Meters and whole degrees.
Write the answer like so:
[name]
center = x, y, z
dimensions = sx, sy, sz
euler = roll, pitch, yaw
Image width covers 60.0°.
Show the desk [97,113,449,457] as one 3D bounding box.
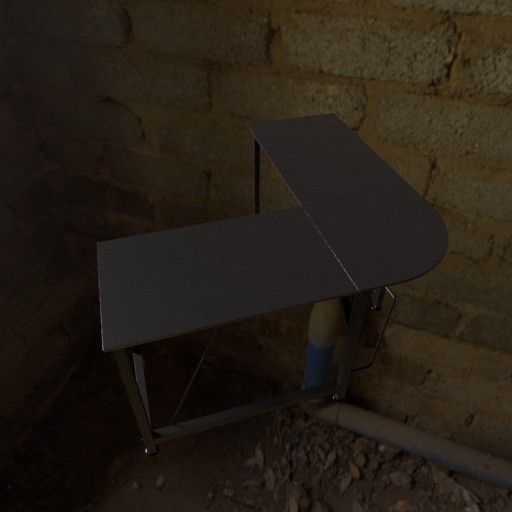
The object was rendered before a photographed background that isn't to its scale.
[desk]
center = 0.000, 0.000, 2.255
dimensions = 1.400, 0.762, 1.400
euler = -11, 42, -13
